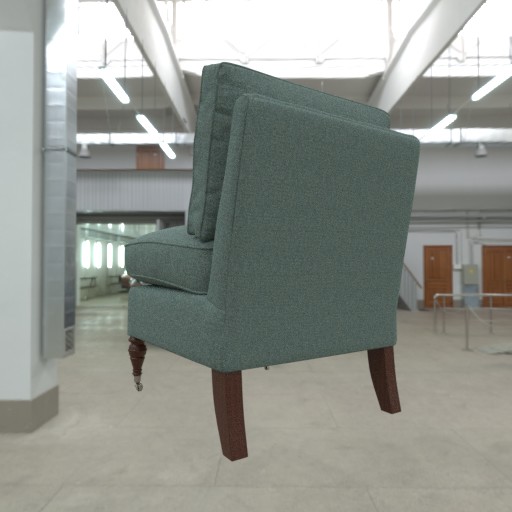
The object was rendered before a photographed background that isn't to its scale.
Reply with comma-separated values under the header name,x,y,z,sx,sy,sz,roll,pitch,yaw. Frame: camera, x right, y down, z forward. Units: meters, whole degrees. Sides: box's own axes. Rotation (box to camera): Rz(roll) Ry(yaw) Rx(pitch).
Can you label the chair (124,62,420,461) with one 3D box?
name,x,y,z,sx,sy,sz,roll,pitch,yaw
chair,0.000,0.000,1.389,0.624,0.901,0.796,1,-1,-35
